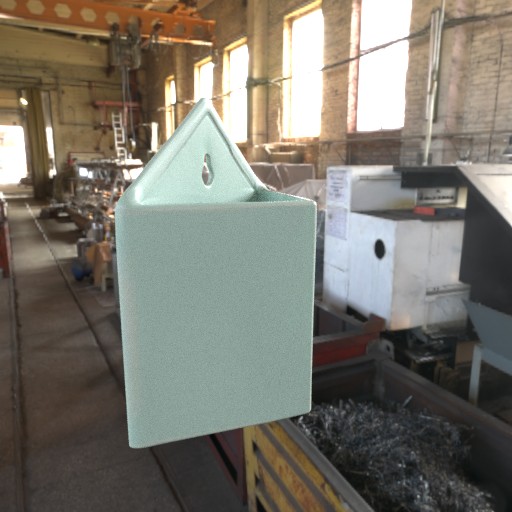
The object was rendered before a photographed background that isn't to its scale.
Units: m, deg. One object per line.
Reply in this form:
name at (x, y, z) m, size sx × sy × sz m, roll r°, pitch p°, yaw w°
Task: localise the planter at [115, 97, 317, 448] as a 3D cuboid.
planter at (0.000, 0.000, 0.282) m, size 0.079 × 0.197 × 0.164 m, roll 6°, pitch 13°, yaw 27°
